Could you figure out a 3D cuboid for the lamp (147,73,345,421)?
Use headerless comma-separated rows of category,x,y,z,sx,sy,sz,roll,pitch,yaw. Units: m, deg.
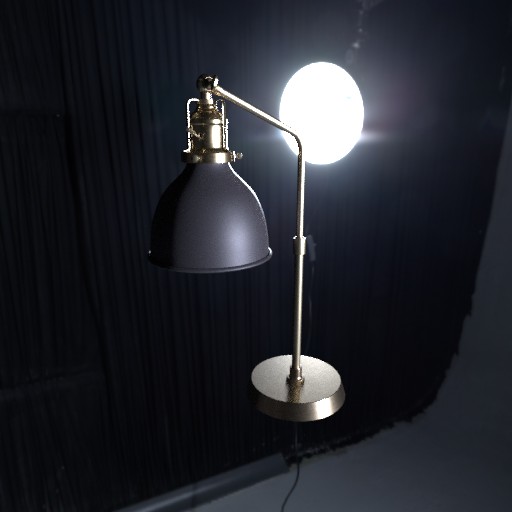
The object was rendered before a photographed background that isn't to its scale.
lamp,0.000,0.000,0.604,0.291,0.456,0.160,-8,18,-25
